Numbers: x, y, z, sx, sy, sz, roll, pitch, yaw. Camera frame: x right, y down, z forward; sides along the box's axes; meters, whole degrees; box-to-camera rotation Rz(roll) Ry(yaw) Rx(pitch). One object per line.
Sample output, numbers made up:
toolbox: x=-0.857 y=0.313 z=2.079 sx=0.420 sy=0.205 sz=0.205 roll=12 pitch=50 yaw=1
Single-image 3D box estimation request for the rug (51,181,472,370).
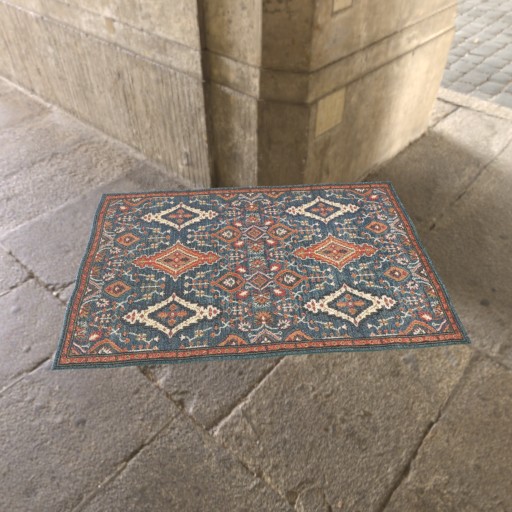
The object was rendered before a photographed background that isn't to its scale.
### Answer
rug: x=0.000 y=0.000 z=3.034 sx=2.373 sy=0.009 sz=1.622 roll=-3 pitch=44 yaw=-3
